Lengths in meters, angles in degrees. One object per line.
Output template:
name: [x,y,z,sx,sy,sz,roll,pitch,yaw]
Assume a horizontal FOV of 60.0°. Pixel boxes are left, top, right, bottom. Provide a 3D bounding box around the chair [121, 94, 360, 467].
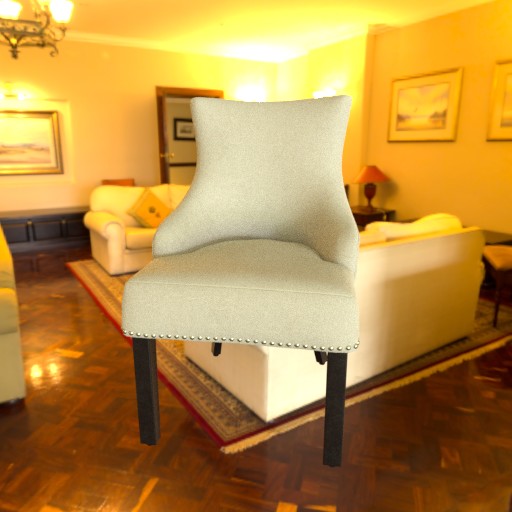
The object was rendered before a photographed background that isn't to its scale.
chair: [0.000,0.000,1.260,0.566,0.909,0.629,2,14,9]
